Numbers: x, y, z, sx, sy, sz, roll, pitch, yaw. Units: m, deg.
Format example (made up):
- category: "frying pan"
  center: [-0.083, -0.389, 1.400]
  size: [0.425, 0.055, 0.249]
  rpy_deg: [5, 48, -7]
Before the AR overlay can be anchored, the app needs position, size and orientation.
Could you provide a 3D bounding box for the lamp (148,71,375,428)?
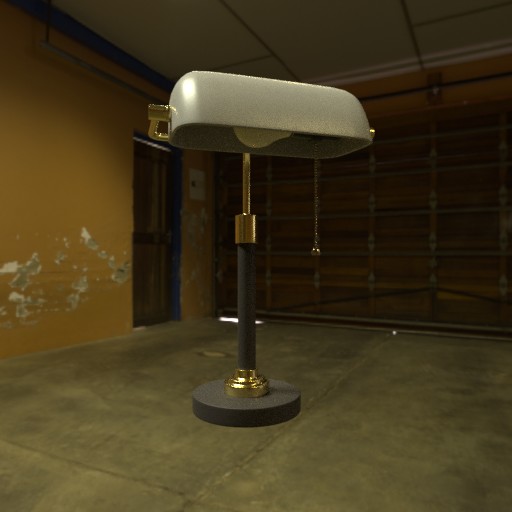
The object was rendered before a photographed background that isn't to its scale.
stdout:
- category: "lamp"
  center: [0.000, 0.000, 0.554]
  size: [0.269, 0.404, 0.227]
  rpy_deg: [0, -1, -17]
